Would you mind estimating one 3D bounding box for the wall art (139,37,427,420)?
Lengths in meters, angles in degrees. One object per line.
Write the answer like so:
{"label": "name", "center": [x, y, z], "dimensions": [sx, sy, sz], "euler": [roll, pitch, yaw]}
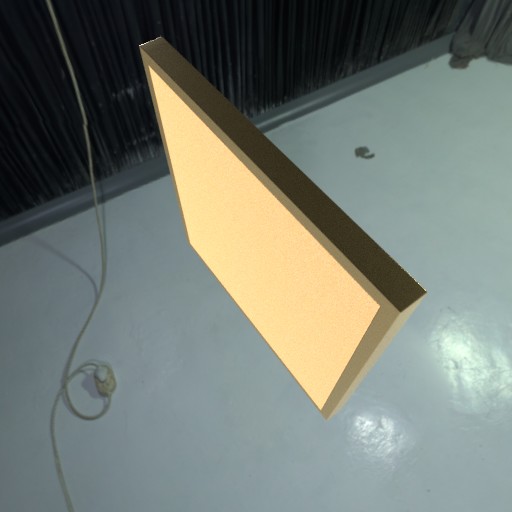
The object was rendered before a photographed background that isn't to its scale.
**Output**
{"label": "wall art", "center": [0.000, 0.000, 0.447], "dimensions": [0.023, 0.305, 0.305], "euler": [-32, 64, -18]}
